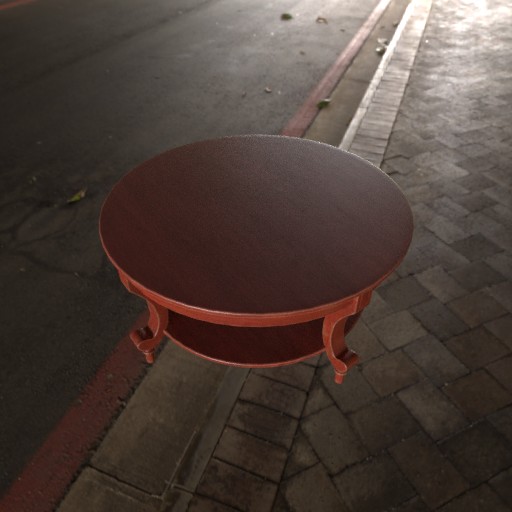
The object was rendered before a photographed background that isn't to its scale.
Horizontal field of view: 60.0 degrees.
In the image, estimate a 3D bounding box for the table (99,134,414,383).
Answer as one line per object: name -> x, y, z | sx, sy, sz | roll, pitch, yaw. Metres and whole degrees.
table -> 0.000, 0.000, 1.648 | 1.029, 0.486, 1.029 | 0, 40, 0
